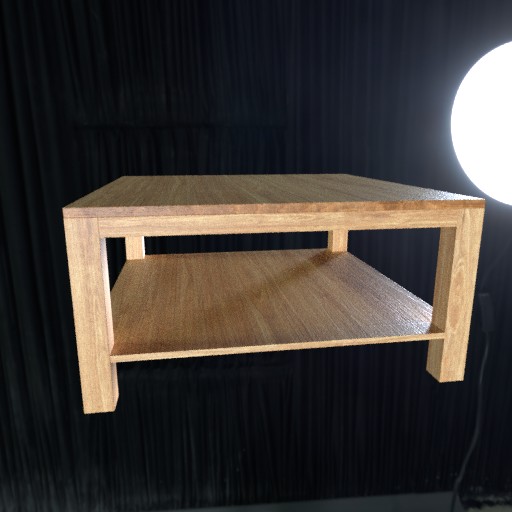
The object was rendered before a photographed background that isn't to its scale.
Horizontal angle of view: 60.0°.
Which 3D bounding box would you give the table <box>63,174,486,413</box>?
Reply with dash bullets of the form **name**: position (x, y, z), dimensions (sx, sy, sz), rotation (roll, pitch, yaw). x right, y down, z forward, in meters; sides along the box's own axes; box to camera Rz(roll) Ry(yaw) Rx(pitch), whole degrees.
- **table**: position (0.000, 0.000, 1.410), dimensions (0.900, 0.450, 0.900), rotation (-2, 14, -9)
